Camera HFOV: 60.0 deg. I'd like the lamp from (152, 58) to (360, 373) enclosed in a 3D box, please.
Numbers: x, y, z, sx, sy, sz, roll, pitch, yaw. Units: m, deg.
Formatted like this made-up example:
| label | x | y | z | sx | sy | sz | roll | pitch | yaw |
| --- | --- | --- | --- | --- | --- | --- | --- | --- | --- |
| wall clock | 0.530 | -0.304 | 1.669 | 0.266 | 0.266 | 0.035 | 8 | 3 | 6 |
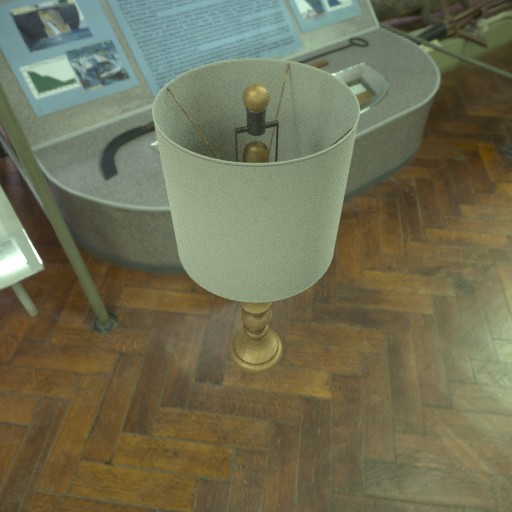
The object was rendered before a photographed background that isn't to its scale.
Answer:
| label | x | y | z | sx | sy | sz | roll | pitch | yaw |
| --- | --- | --- | --- | --- | --- | --- | --- | --- | --- |
| lamp | 0.000 | 0.000 | 0.743 | 0.250 | 0.597 | 0.250 | 16 | 50 | 15 |
